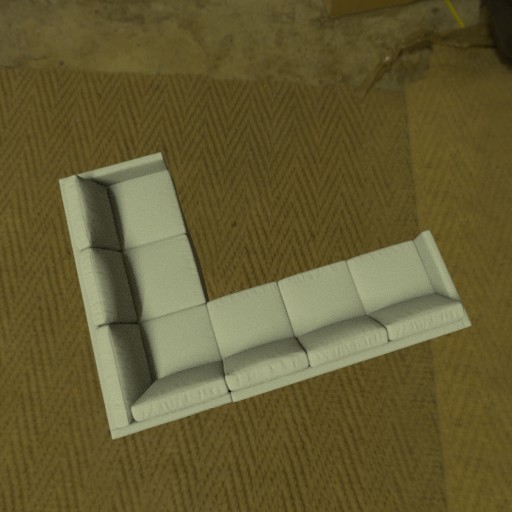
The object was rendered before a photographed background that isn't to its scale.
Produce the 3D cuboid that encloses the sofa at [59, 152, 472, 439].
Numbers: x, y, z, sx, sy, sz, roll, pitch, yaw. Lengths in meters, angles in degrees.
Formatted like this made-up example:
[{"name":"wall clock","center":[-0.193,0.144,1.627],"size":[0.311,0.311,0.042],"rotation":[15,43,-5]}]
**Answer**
[{"name":"sofa","center":[0.000,0.000,4.250],"size":[3.182,0.871,2.432],"rotation":[-16,75,-5]}]
